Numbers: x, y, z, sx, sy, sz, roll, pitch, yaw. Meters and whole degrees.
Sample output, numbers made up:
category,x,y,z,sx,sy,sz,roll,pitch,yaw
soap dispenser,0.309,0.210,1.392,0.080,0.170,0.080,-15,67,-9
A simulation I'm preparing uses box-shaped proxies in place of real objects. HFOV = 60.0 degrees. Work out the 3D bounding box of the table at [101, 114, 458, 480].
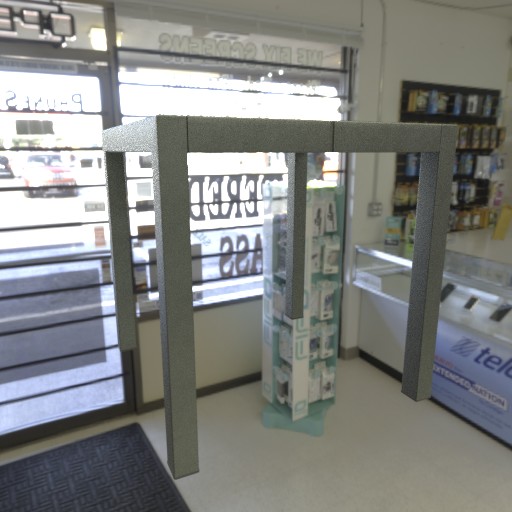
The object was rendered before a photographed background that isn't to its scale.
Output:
category,x,y,z,sx,sy,sz,roll,pitch,yaw
table,0.000,0.000,0.913,0.508,0.508,0.508,-6,15,-25
